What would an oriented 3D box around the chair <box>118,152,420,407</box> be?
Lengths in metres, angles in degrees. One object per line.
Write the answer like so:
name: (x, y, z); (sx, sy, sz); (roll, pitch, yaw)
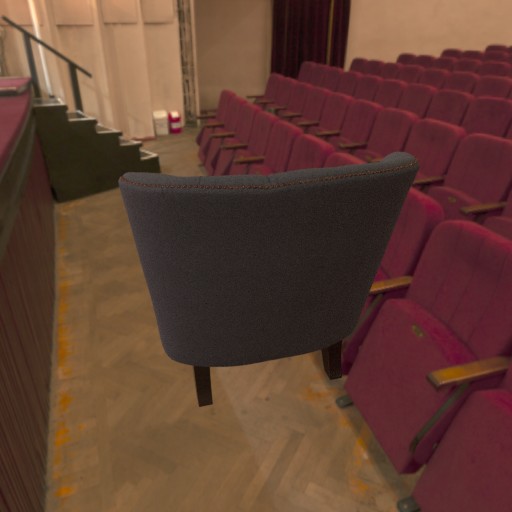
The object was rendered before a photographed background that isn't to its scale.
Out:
chair: (0.000, 0.000, 1.587); (0.848, 0.868, 0.906); (-7, 28, -14)
